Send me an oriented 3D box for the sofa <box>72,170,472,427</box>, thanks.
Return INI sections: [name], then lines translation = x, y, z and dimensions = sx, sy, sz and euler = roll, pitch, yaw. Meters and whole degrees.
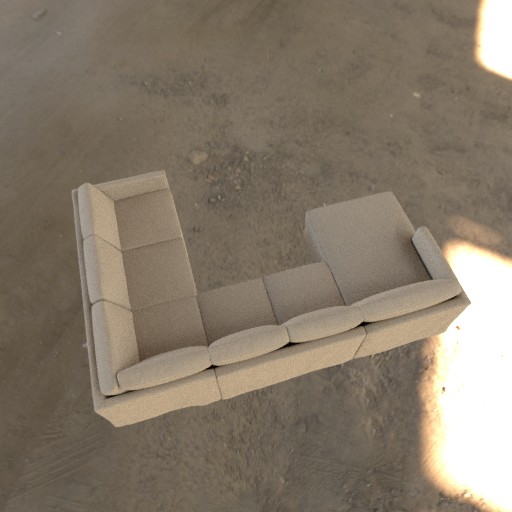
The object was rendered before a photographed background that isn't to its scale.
[sofa]
translation = 0.000, 0.000, 4.661
dimensions = 3.528, 0.878, 2.476
euler = -14, 60, -8
